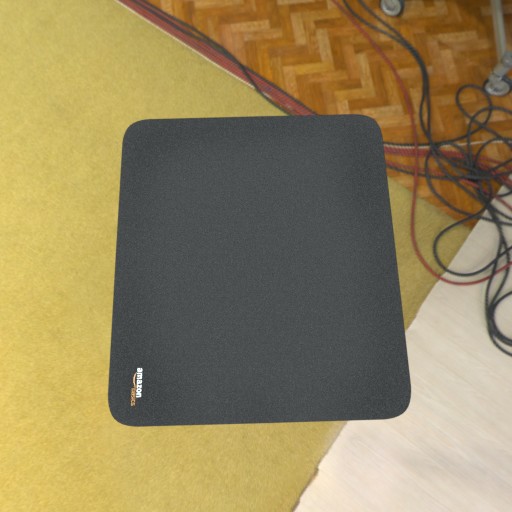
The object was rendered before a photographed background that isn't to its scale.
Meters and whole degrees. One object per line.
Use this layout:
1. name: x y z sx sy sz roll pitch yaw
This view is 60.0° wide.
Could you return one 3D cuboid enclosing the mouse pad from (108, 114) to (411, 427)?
1. mouse pad: 0.000 0.000 0.322 0.203 0.003 0.229 -2 75 0
